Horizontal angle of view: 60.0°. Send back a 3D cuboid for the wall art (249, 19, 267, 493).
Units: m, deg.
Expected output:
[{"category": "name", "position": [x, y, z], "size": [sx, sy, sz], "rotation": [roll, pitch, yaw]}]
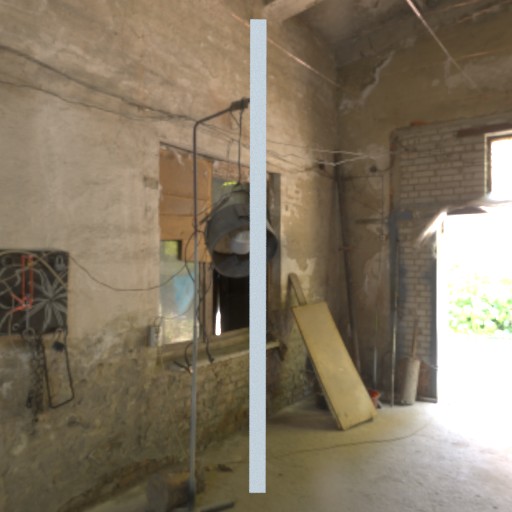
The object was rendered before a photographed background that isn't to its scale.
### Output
[{"category": "wall art", "position": [0.000, 0.000, 1.380], "size": [0.039, 1.050, 0.795], "rotation": [0, 0, -1]}]
